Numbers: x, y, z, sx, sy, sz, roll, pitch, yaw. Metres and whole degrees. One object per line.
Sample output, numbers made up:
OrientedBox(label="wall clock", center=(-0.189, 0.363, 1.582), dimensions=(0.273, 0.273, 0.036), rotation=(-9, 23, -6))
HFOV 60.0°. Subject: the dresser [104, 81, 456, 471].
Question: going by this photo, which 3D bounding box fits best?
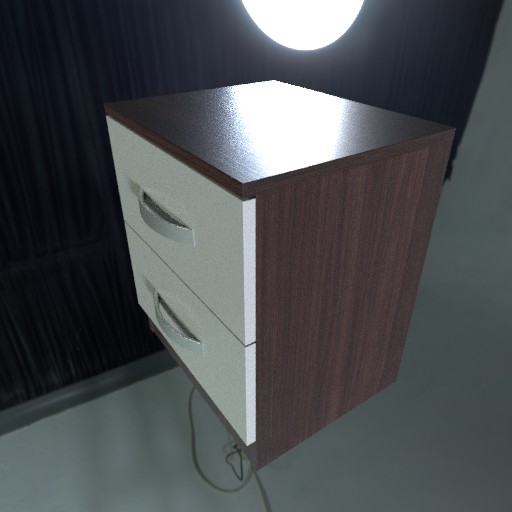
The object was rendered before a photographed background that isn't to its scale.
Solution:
OrientedBox(label="dresser", center=(0.000, 0.000, 0.756), dimensions=(0.360, 0.470, 0.400), rotation=(-20, 37, -29))
